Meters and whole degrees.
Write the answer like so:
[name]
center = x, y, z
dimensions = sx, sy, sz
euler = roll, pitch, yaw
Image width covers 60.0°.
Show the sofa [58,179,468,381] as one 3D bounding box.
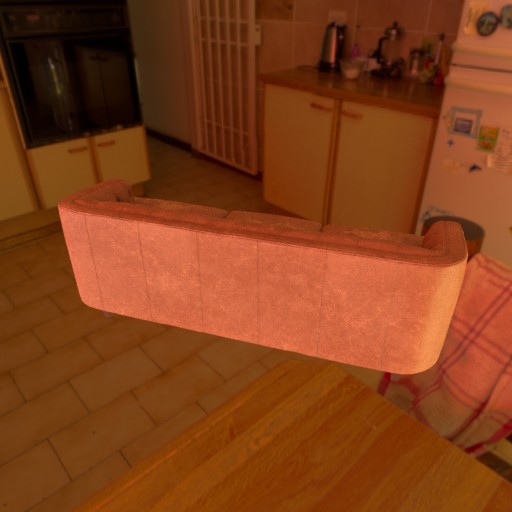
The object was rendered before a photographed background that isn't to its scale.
[sofa]
center = 0.000, 0.000, 2.668
dimensions = 2.257, 0.791, 0.922
euler = 9, 33, 15
